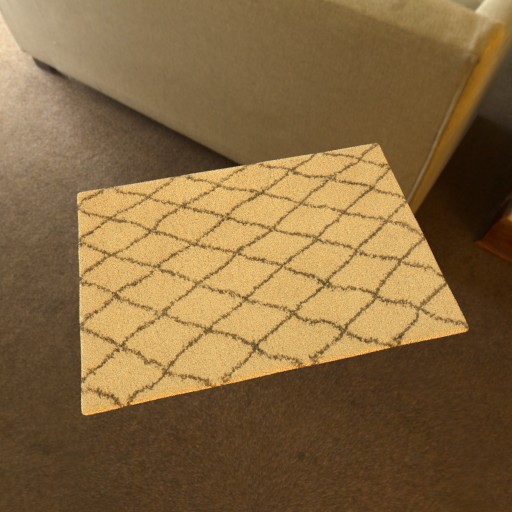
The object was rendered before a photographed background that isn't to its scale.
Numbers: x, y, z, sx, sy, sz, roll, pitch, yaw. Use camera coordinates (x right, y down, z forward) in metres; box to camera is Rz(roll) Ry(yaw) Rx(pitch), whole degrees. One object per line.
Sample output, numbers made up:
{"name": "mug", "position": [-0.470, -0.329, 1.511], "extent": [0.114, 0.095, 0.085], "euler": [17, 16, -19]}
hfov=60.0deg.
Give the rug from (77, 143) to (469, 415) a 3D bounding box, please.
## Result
{"name": "rug", "position": [0.000, 0.000, 2.277], "extent": [1.778, 0.030, 1.219], "euler": [-11, 60, -6]}
